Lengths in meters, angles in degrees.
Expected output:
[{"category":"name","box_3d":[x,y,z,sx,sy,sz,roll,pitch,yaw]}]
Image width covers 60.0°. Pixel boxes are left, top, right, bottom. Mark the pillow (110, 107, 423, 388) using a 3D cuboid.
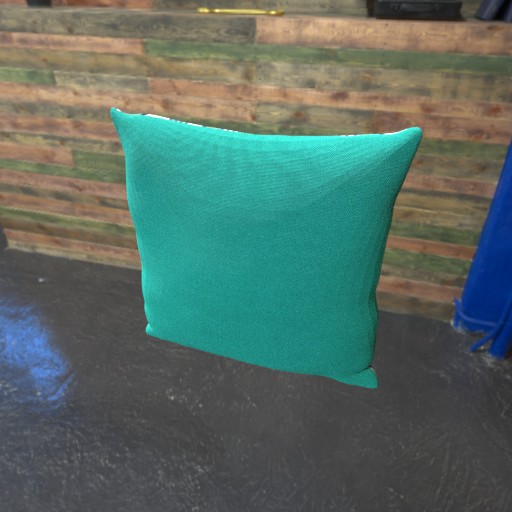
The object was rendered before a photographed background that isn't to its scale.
[{"category":"pillow","box_3d":[0.000,0.000,0.698,0.440,0.441,0.182,9,34,14]}]
